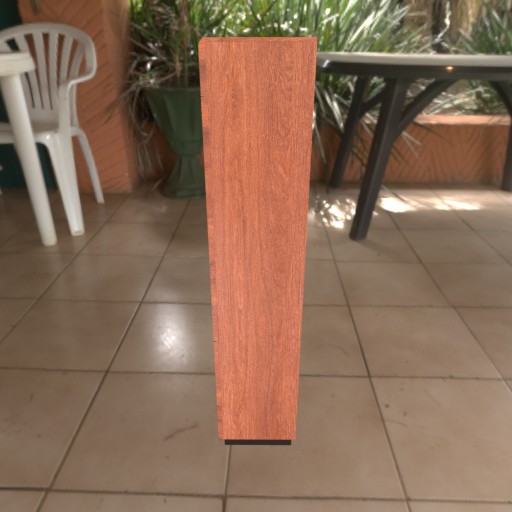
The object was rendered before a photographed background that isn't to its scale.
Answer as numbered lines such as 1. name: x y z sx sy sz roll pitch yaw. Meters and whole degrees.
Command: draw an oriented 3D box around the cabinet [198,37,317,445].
1. cabinet: 0.000 0.000 2.236 0.420 1.980 0.660 0 26 0
